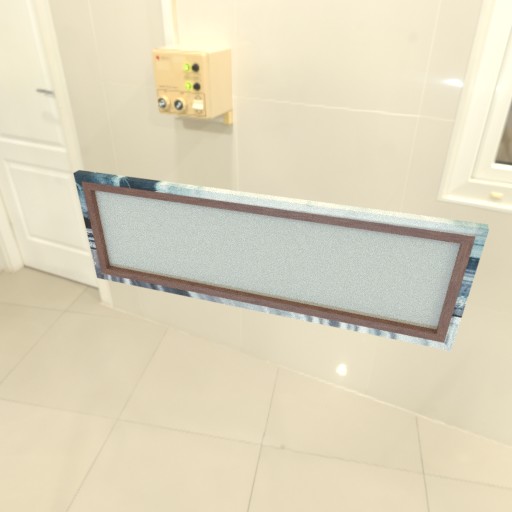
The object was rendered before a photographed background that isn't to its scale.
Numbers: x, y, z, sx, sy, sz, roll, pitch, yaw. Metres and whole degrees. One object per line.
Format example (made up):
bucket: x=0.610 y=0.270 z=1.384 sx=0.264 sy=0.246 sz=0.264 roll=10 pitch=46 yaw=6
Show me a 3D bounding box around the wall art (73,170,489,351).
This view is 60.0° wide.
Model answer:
wall art: x=0.000 y=0.000 z=1.715 sx=1.524 sy=0.509 sz=0.037 roll=10 pitch=33 yaw=15
